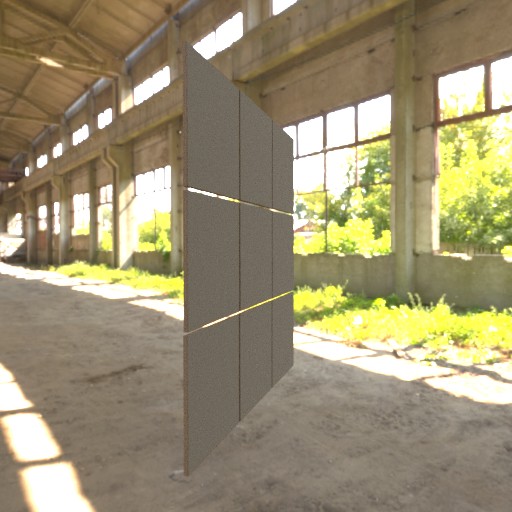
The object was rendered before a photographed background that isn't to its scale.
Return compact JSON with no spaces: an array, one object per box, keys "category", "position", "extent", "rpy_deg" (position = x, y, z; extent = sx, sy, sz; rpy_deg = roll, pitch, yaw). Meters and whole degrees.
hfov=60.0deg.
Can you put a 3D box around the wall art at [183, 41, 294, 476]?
[{"category":"wall art","position":[0.000,0.000,1.367],"extent":[0.010,0.917,0.919],"rpy_deg":[1,2,19]}]
